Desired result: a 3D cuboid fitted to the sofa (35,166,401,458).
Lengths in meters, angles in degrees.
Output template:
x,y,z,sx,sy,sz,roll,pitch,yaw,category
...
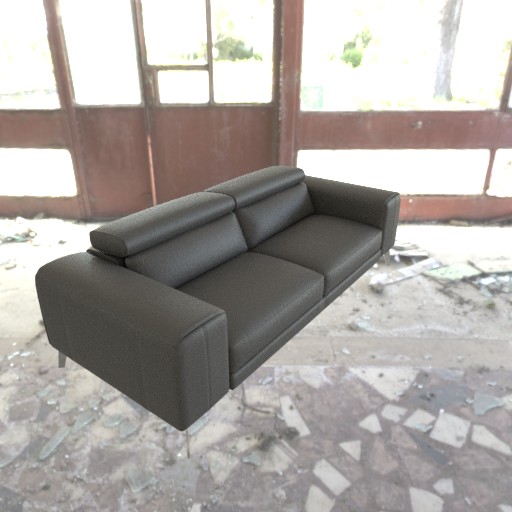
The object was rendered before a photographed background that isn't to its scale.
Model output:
x,y,z,sx,sy,sz,roll,pitch,yaw,category
0.000,0.000,2.803,1.023,0.759,2.321,18,31,33,sofa
